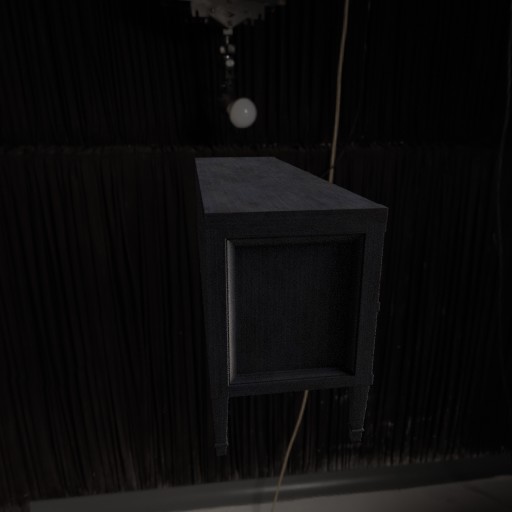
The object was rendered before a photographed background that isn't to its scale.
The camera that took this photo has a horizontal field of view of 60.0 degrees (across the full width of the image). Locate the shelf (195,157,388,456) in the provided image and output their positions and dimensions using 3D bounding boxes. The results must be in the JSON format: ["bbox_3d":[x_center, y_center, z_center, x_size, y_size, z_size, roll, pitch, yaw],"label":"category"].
[{"bbox_3d":[0.000,0.000,1.941,0.479,0.719,1.575,-2,17,-8],"label":"shelf"}]
